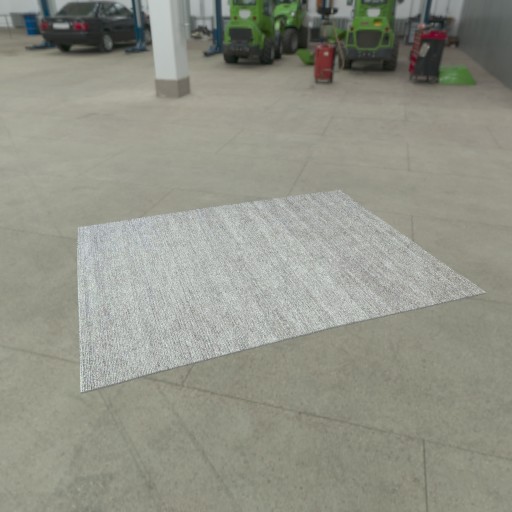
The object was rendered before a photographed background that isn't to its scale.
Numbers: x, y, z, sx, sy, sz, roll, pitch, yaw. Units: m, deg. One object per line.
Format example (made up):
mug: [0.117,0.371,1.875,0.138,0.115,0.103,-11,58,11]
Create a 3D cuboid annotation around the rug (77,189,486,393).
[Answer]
rug: [0.000,0.000,4.203,3.202,0.045,2.434,-10,32,-17]
